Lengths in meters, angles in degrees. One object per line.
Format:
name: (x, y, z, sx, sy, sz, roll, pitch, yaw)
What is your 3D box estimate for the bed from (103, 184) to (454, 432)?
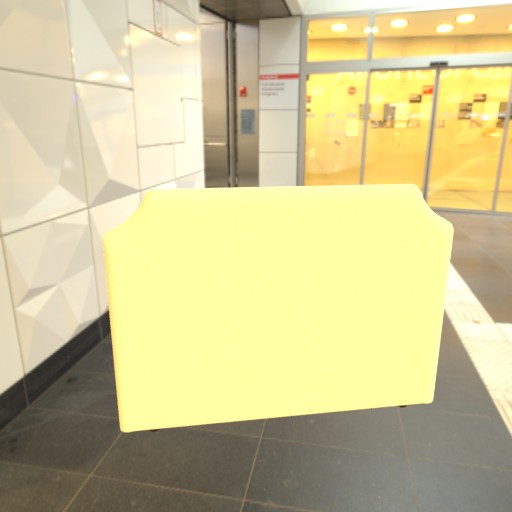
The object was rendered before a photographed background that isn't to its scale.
bed: (0.000, 0.000, 3.862, 2.134, 1.524, 2.548, -2, 17, -8)
